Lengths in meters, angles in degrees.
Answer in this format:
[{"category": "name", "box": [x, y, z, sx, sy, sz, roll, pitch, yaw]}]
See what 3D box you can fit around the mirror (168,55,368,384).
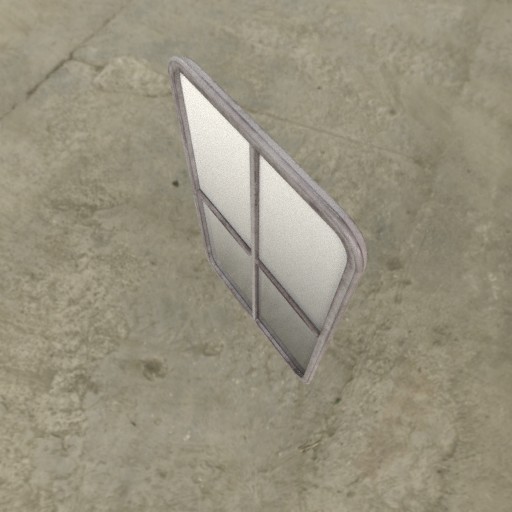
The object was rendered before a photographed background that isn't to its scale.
[{"category": "mirror", "box": [0.000, 0.000, 0.906, 0.024, 0.713, 0.461, -33, 66, -17]}]
